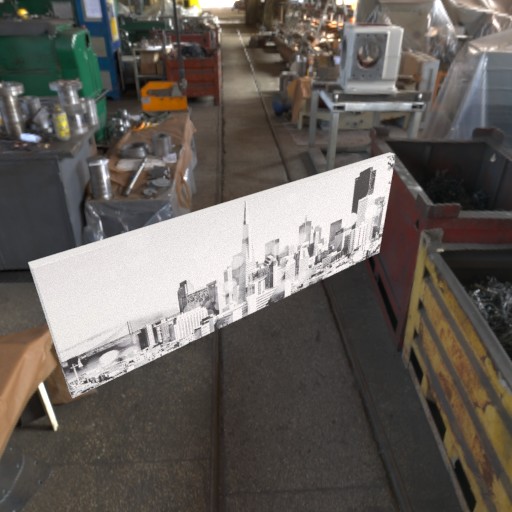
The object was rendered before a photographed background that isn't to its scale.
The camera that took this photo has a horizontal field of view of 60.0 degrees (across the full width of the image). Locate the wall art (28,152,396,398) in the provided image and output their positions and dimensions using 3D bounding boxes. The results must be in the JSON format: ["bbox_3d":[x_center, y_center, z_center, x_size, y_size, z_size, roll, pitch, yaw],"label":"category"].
[{"bbox_3d":[0.000,0.000,1.711,1.520,0.507,0.039,-22,38,-31],"label":"wall art"}]
